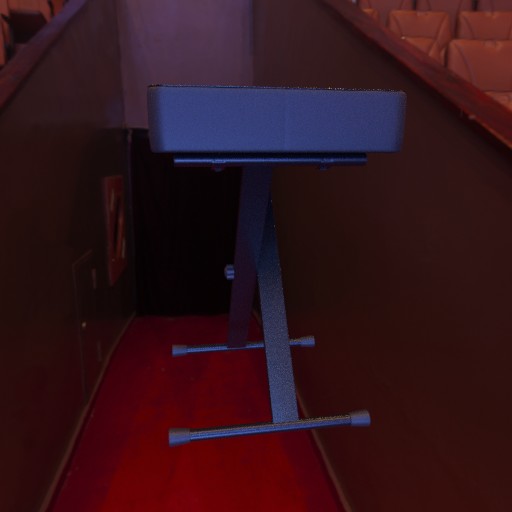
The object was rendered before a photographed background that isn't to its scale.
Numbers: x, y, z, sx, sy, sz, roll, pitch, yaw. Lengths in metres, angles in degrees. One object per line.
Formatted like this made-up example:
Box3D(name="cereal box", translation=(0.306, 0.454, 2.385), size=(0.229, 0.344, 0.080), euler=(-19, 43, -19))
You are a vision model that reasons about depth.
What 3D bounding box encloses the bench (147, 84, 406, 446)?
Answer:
Box3D(name="bench", translation=(0.000, 0.000, 0.776), size=(0.321, 0.500, 0.424), euler=(-2, 13, -9))
